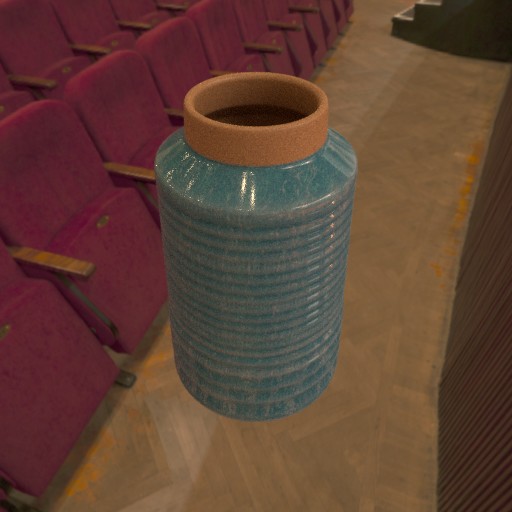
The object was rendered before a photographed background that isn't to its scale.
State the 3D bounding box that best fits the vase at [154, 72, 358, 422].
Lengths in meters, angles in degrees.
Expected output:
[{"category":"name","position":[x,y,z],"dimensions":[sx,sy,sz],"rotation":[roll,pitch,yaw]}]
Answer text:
[{"category":"vase","position":[0.000,0.000,0.366],"dimensions":[0.163,0.267,0.163],"rotation":[0,42,0]}]
